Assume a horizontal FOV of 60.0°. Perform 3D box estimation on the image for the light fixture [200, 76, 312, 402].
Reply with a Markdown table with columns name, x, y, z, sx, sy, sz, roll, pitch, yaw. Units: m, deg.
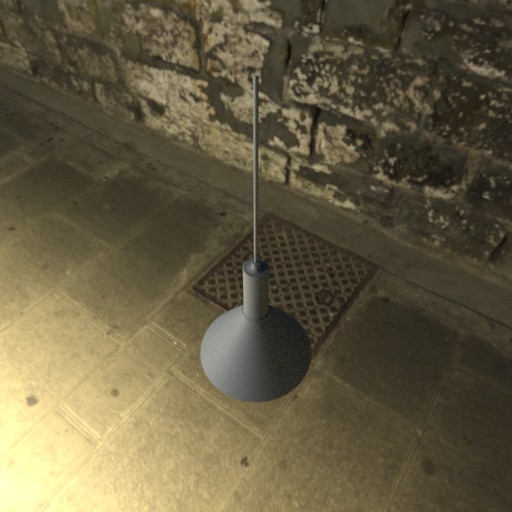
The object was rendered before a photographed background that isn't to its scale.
| name | x | y | z | sx | sy | sz | roll | pitch | yaw |
| --- | --- | --- | --- | --- | --- | --- | --- | --- | --- |
| light fixture | 0.000 | 0.000 | 0.825 | 0.267 | 0.683 | 0.267 | -32 | 55 | -26 |
